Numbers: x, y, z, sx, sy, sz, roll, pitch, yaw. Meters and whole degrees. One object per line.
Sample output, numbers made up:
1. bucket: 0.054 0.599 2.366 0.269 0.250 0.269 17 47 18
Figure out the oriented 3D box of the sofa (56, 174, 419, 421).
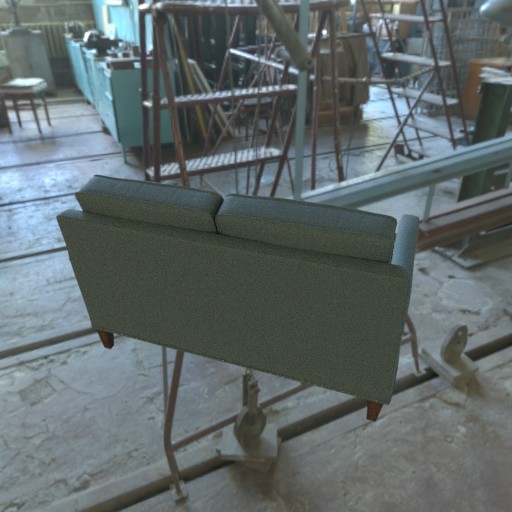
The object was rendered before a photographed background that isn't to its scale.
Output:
1. sofa: 0.000 0.000 2.339 1.597 1.003 1.084 10 32 17
